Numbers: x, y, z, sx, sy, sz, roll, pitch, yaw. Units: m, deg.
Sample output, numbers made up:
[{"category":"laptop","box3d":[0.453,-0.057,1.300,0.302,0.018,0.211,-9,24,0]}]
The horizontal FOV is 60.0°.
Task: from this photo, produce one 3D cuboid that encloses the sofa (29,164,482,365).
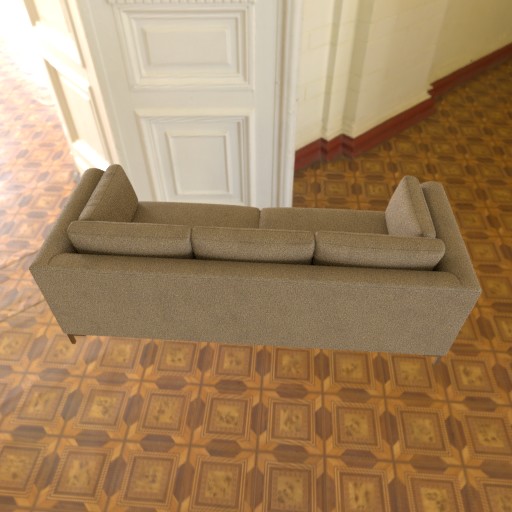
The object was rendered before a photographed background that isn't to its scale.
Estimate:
[{"category":"sofa","box3d":[0.000,0.000,2.901,2.415,0.867,0.969,3,46,3]}]
